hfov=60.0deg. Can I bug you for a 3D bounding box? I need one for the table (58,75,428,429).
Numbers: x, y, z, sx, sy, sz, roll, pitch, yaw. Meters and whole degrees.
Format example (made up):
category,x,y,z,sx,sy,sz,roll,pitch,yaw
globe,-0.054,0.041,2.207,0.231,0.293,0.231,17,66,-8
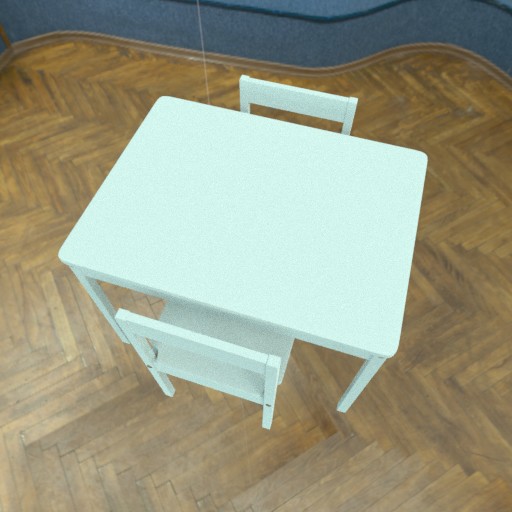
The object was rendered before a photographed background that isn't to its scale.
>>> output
category,x,y,z,sx,sy,sz,roll,pitch,yaw
table,0.000,0.000,1.098,0.650,0.503,0.672,15,60,9
